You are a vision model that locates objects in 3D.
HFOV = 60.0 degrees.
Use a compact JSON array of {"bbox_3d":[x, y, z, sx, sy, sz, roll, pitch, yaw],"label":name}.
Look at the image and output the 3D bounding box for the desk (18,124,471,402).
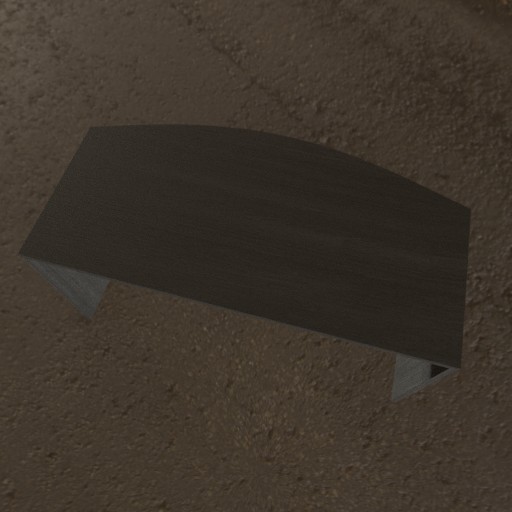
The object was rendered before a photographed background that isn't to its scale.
[{"bbox_3d":[0.000,0.000,2.044,1.600,0.750,0.802,14,64,7],"label":"desk"}]
